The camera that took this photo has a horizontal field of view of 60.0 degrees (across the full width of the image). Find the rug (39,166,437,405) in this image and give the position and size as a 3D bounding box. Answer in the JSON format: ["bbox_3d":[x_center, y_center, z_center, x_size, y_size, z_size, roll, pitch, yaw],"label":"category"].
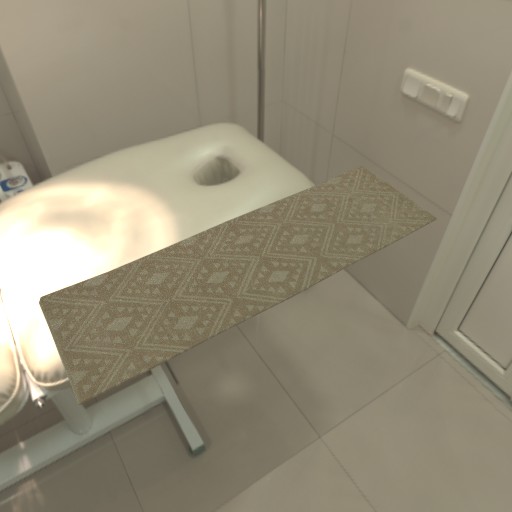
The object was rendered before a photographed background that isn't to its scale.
[{"bbox_3d":[0.000,0.000,2.754,2.452,0.051,0.752,-25,51,-22],"label":"rug"}]
